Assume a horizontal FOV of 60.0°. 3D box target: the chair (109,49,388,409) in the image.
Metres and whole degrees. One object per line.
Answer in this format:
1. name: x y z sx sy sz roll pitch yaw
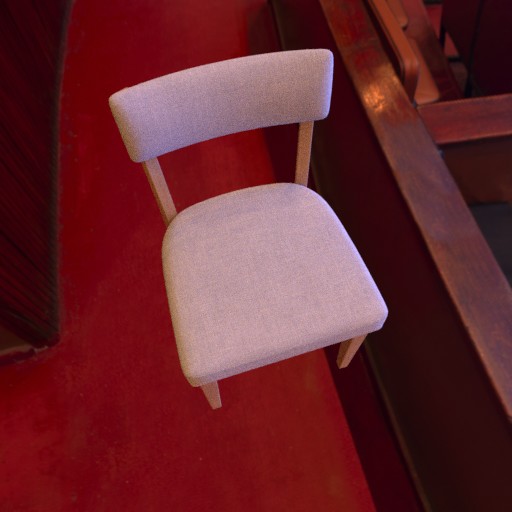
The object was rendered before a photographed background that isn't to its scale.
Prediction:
1. chair: 0.000 0.000 1.184 0.508 0.832 0.572 -15 64 -8
